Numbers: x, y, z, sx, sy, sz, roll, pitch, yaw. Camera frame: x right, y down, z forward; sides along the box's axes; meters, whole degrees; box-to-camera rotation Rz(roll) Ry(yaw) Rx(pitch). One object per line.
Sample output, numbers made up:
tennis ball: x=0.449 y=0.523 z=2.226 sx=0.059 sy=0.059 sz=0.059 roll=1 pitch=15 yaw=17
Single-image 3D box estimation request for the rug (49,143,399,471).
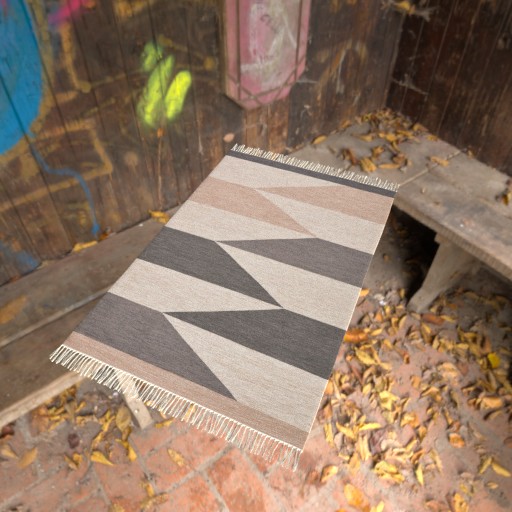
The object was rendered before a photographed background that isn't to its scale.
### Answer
rug: x=0.000 y=0.000 z=2.520 sx=1.224 sy=0.027 sz=2.021 roll=18 pitch=49 yaw=16
